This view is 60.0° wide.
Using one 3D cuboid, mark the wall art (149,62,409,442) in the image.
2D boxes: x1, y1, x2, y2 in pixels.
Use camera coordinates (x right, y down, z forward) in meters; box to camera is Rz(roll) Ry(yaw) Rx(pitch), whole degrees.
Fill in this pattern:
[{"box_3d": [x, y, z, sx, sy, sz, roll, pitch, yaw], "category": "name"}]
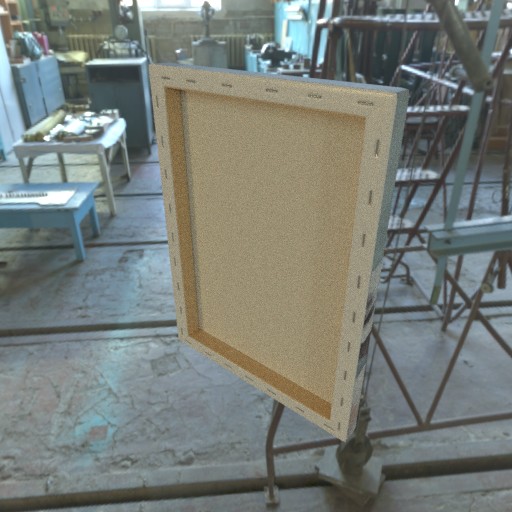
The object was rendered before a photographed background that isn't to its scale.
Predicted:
[{"box_3d": [0.000, 0.000, 0.801, 0.455, 0.613, 0.037, 22, 36, 34], "category": "wall art"}]
